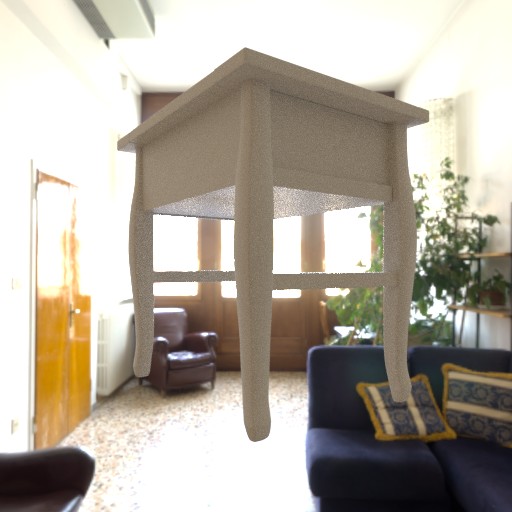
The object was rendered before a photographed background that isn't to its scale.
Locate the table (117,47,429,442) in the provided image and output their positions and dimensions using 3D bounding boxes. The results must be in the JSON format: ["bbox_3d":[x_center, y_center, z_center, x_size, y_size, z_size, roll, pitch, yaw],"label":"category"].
[{"bbox_3d":[0.000,0.000,1.026,0.463,0.605,0.599,1,-2,-35],"label":"table"}]
